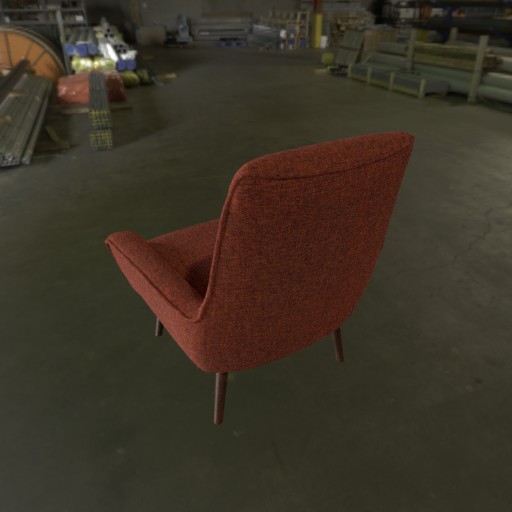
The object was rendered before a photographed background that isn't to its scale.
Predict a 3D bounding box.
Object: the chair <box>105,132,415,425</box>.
[{"bbox_3d":[0.000,0.000,1.483,0.803,0.911,0.784,-18,35,-28],"label":"chair"}]
